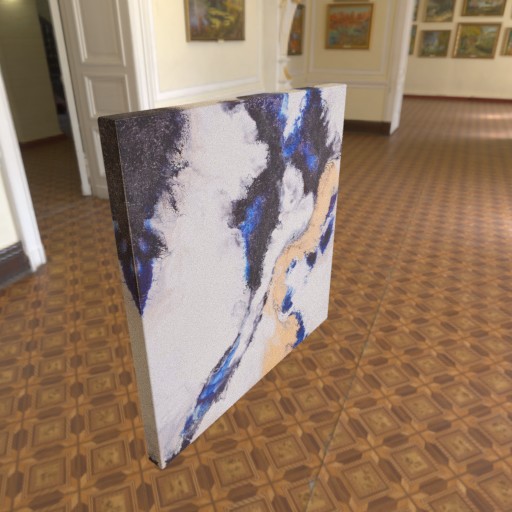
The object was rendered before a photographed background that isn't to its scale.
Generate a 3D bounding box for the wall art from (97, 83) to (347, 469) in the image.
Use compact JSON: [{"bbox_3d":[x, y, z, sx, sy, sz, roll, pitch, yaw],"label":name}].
[{"bbox_3d":[0.000,0.000,0.891,0.039,0.609,0.609,18,31,33],"label":"wall art"}]
